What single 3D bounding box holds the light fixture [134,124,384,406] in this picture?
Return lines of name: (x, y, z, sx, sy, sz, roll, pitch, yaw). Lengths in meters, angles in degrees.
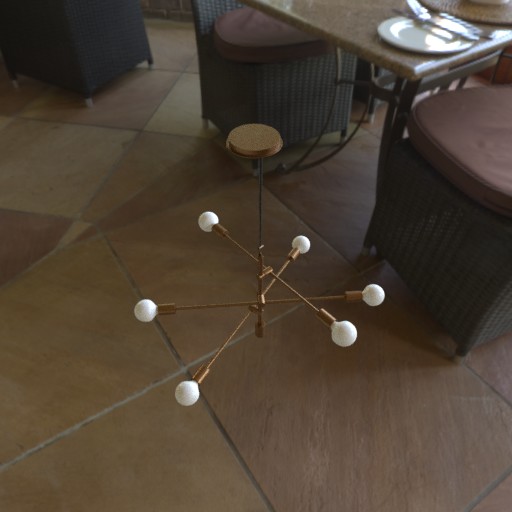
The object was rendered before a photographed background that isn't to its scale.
light fixture: (0.000, 0.000, 1.222, 0.682, 0.744, 0.637, -22, 49, -21)
